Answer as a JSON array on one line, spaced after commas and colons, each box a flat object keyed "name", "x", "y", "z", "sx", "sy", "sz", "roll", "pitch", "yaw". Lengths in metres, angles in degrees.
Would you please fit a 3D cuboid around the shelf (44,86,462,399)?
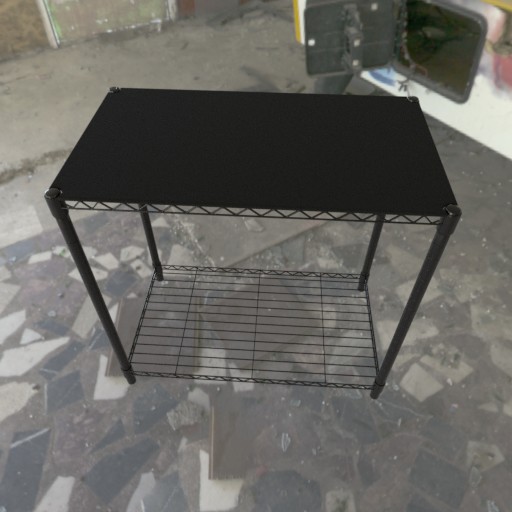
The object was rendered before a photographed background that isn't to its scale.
[{"name": "shelf", "x": 0.000, "y": 0.000, "z": 0.933, "sx": 0.589, "sy": 0.564, "sz": 0.338, "roll": 3, "pitch": 47, "yaw": 3}]
